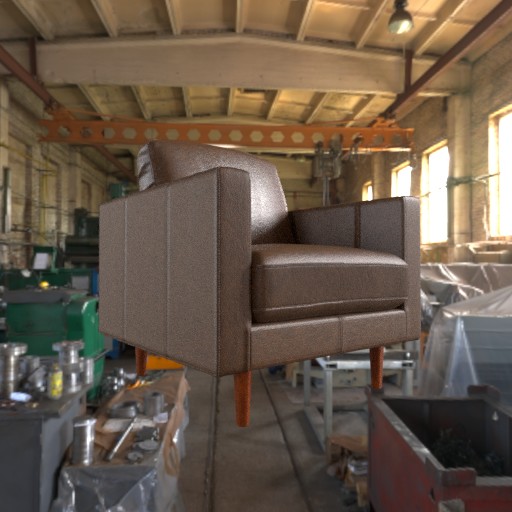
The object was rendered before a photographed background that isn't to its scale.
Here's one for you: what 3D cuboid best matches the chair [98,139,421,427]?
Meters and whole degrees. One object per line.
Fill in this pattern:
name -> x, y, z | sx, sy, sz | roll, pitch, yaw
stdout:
chair -> 0.000, 0.000, 1.680 | 0.890, 0.956, 0.909 | 1, -1, -38
